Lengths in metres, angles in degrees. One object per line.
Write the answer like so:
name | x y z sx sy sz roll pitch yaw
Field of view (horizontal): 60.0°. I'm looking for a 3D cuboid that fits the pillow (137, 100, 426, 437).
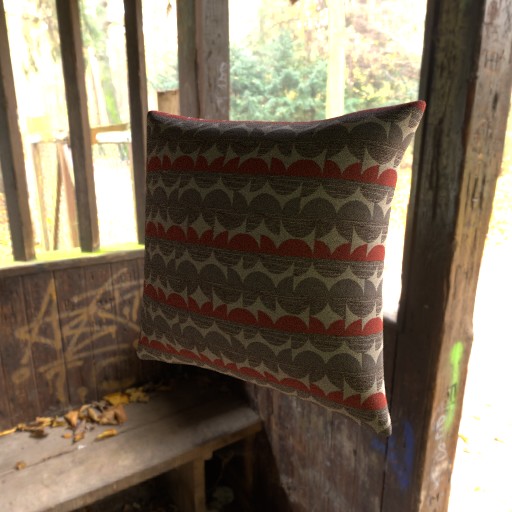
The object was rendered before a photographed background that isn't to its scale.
pillow | 0.000 0.000 0.632 0.420 0.410 0.180 8 17 27
